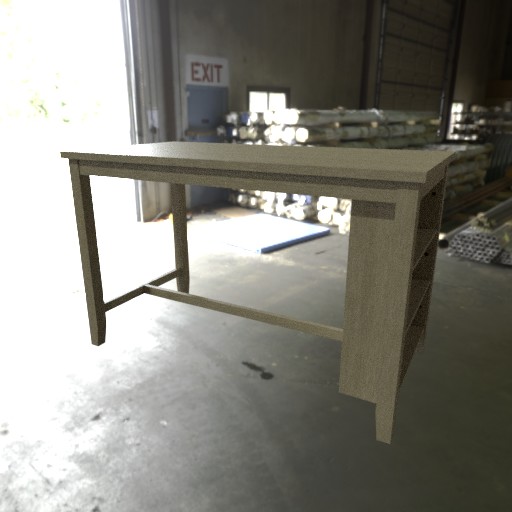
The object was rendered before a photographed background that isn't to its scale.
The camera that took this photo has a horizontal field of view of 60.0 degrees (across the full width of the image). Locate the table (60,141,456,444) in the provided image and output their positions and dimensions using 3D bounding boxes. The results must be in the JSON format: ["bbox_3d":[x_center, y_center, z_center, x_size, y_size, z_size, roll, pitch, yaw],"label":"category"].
[{"bbox_3d":[0.000,0.000,1.897,1.397,0.874,0.729,9,20,27],"label":"table"}]
